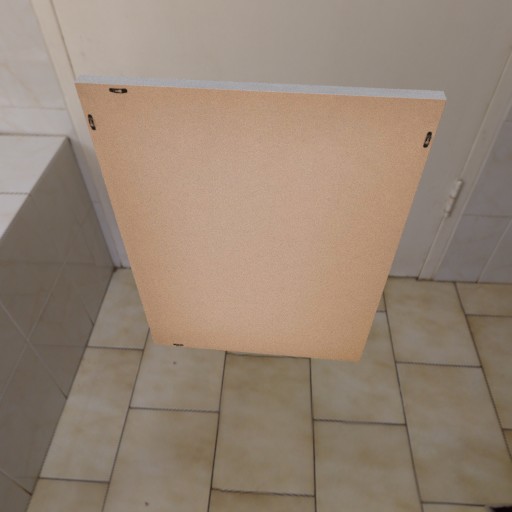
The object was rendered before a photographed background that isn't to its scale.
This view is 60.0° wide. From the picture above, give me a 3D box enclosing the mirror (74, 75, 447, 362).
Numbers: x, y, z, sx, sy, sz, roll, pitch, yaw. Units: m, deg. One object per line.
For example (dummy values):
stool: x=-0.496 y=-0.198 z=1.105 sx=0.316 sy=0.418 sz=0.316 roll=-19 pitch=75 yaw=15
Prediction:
mirror: x=0.000 y=0.000 z=1.283 sx=0.762 sy=1.016 sz=0.041 roll=4 pitch=47 yaw=4
